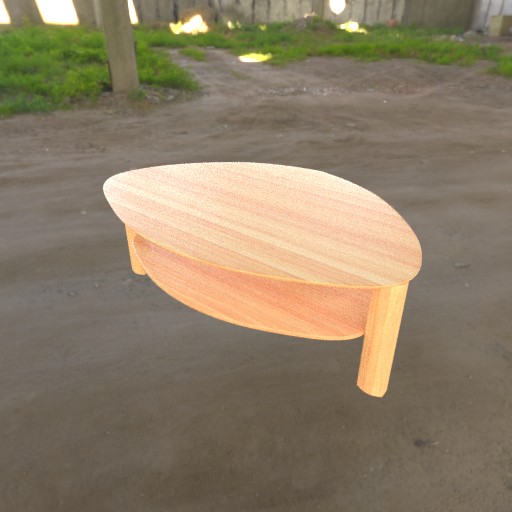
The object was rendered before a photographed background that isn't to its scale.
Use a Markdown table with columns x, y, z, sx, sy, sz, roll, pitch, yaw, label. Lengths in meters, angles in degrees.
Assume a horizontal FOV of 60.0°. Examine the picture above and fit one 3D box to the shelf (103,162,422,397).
| x | y | z | sx | sy | sz | roll | pitch | yaw | label |
| --- | --- | --- | --- | --- | --- | --- | --- | --- | --- |
| 0.000 | 0.000 | 1.670 | 1.246 | 0.440 | 0.845 | 22 | 36 | 33 | shelf |
